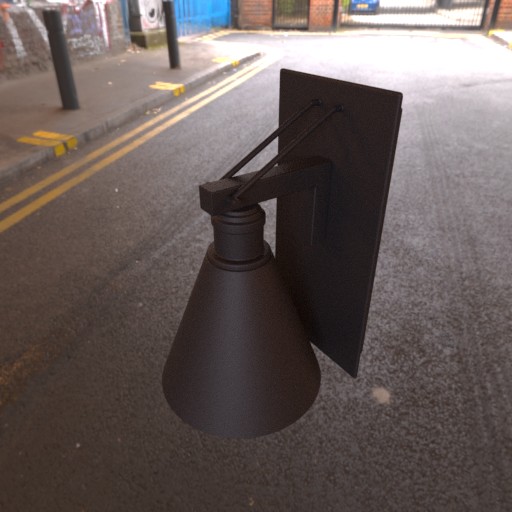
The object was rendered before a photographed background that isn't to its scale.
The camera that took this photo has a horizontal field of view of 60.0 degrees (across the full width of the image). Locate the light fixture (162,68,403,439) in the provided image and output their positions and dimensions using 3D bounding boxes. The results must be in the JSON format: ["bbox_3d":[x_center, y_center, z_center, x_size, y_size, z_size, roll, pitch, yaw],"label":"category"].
[{"bbox_3d":[0.000,0.000,0.417,0.207,0.298,0.170,-20,36,-30],"label":"light fixture"}]
